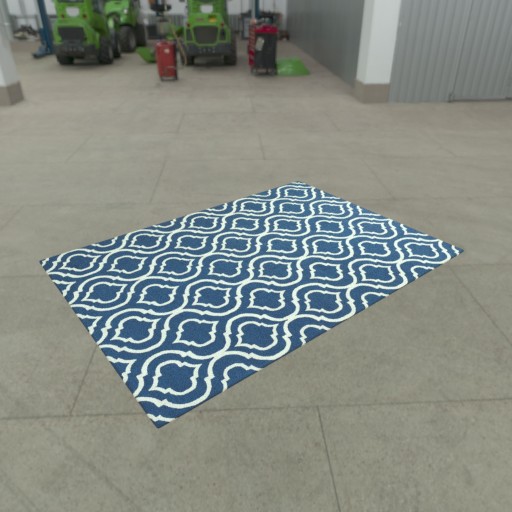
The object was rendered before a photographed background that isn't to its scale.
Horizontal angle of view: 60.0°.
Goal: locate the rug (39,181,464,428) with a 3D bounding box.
[{"bbox_3d":[0.000,0.000,2.725,2.134,0.010,1.524,-22,37,-32],"label":"rug"}]
